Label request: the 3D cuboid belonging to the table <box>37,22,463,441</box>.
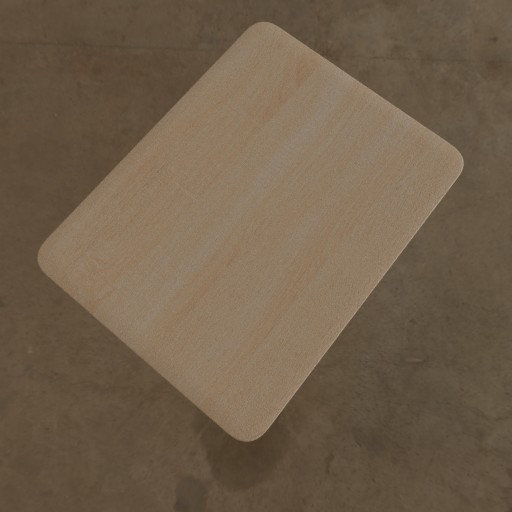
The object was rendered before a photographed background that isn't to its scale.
[{"bbox_3d":[0.000,0.000,0.856,0.370,0.550,0.480,38,79,9],"label":"table"}]
